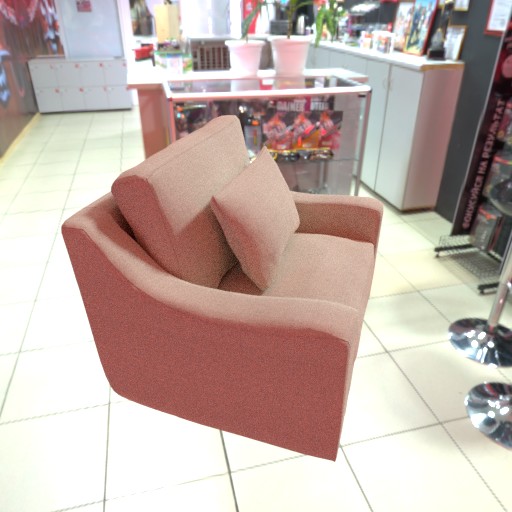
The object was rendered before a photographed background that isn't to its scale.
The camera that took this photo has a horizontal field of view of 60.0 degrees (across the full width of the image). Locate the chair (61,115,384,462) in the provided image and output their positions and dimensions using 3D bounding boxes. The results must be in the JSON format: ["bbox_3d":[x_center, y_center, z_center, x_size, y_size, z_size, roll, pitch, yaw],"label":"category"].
[{"bbox_3d":[0.000,0.000,1.960,1.009,1.016,1.178,10,31,16],"label":"chair"}]
